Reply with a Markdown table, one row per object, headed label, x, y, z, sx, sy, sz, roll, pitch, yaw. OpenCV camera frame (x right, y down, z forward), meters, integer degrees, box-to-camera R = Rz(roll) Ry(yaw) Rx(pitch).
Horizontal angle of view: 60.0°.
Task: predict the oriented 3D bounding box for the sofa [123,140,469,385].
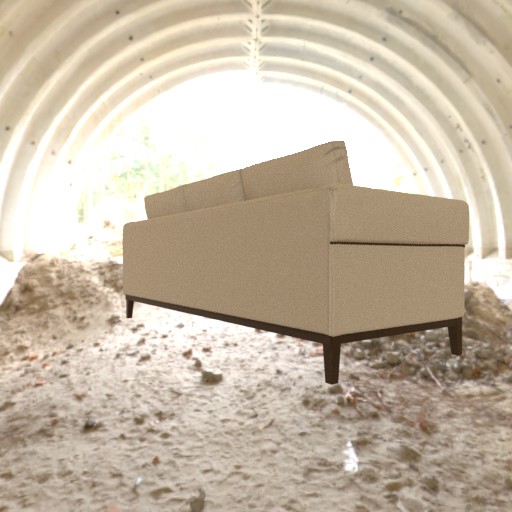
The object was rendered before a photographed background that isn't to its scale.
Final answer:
| label | x | y | z | sx | sy | sz | roll | pitch | yaw |
| --- | --- | --- | --- | --- | --- | --- | --- | --- | --- |
| sofa | 0.000 | 0.000 | 2.664 | 0.902 | 0.911 | 2.198 | 0 | 0 | -35 |
